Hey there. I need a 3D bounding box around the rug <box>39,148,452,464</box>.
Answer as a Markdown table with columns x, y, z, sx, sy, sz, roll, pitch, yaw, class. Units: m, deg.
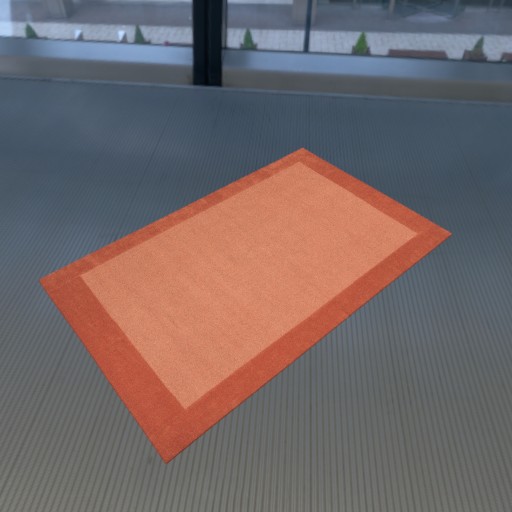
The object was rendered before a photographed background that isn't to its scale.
| x | y | z | sx | sy | sz | roll | pitch | yaw | class |
| --- | --- | --- | --- | --- | --- | --- | --- | --- | --- |
| 0.000 | 0.000 | 3.044 | 2.438 | 0.014 | 1.524 | -32 | 53 | -27 | rug |
